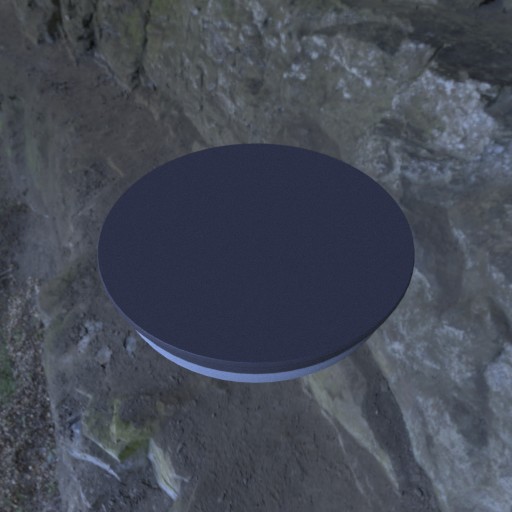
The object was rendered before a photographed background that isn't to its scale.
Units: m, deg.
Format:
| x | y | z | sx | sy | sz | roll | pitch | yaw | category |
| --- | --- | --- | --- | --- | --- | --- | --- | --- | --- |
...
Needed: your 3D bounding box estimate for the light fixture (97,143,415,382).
| x | y | z | sx | sy | sz | roll | pitch | yaw | category |
| --- | --- | --- | --- | --- | --- | --- | --- | --- | --- |
| 0.000 | 0.000 | 0.562 | 0.368 | 0.100 | 0.368 | 0 | 46 | 0 | light fixture |
